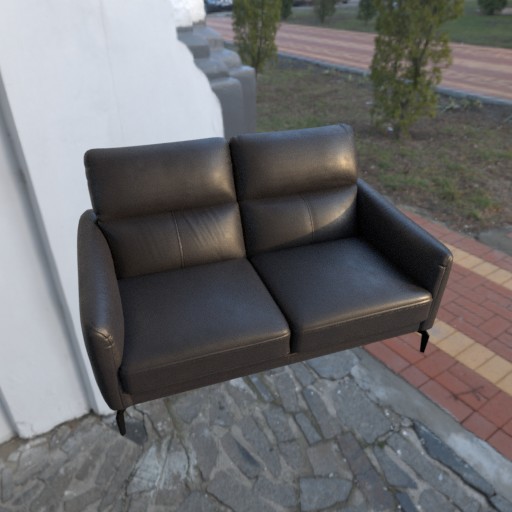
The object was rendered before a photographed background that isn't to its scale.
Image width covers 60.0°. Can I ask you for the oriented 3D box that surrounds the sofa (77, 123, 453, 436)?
[{"bbox_3d":[0.000,0.000,2.121,1.596,0.920,0.958,-10,33,-16],"label":"sofa"}]
